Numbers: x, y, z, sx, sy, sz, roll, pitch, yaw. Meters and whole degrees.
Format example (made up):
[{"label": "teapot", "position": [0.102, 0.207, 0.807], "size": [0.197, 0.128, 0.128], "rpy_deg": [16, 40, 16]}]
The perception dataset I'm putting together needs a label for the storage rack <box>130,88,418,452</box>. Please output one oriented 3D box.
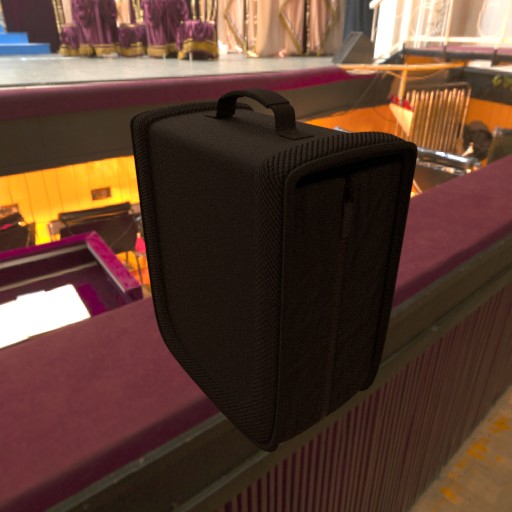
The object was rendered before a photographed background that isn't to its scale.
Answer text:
[{"label": "storage rack", "position": [0.000, 0.000, 0.546], "size": [0.168, 0.387, 0.297], "rpy_deg": [-19, 33, -33]}]
